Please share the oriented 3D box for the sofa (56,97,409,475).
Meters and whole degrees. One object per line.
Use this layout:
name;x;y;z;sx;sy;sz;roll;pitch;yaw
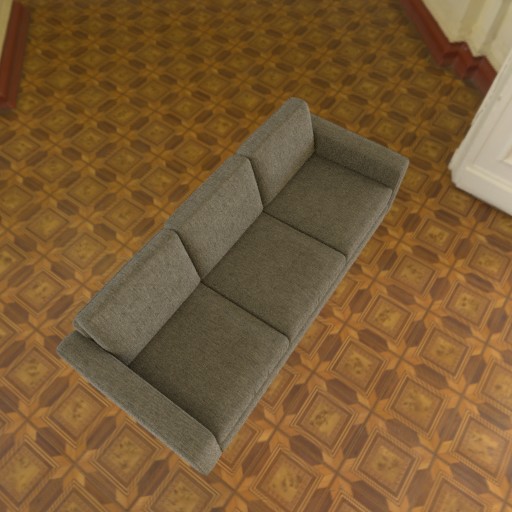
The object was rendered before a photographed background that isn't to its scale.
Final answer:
sofa;0.000;0.000;2.598;0.900;0.800;2.160;31;63;18
